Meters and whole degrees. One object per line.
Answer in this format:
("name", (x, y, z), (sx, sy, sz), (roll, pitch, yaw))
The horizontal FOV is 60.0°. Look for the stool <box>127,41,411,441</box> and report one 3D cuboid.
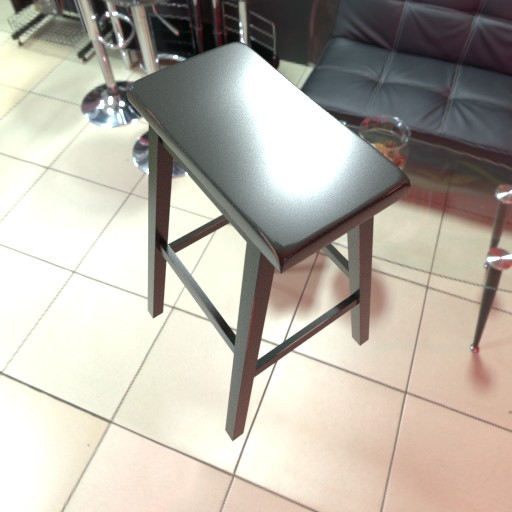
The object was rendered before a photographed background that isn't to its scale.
("stool", (0.000, 0.000, 1.004), (0.476, 0.737, 0.457), (-31, 62, -19))
